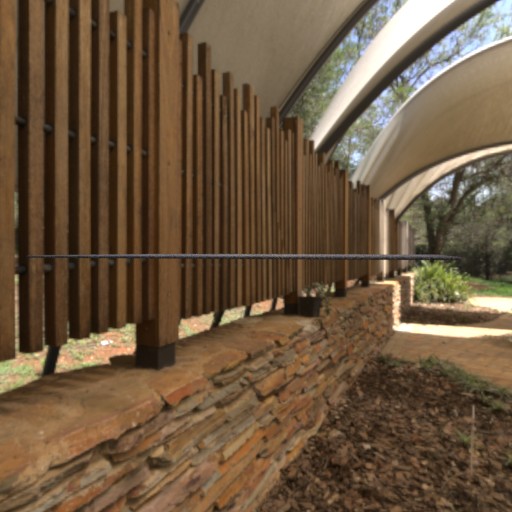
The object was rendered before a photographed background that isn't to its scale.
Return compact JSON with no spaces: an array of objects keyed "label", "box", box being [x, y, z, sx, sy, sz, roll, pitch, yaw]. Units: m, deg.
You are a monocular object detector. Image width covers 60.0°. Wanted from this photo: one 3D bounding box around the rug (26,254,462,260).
[{"label":"rug","box":[0.000,0.000,2.201,1.754,0.010,1.139,0,1,19]}]
